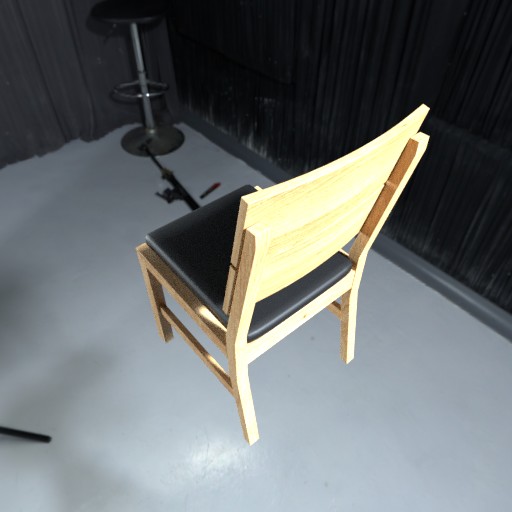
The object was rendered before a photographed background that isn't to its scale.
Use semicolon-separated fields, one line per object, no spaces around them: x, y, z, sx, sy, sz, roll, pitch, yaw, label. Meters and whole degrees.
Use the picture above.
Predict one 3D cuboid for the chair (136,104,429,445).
0.000;0.000;1.264;0.475;0.950;0.569;-31;53;-27;chair
